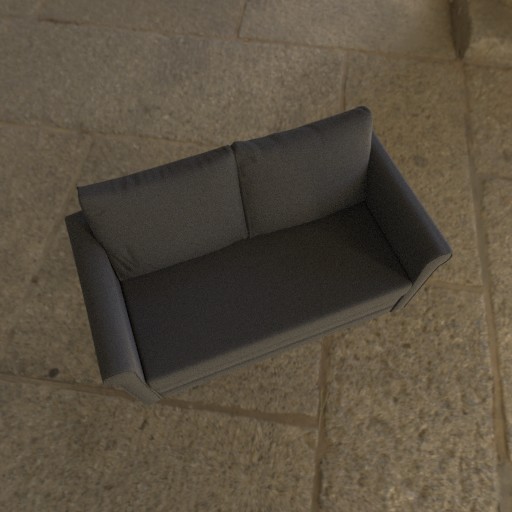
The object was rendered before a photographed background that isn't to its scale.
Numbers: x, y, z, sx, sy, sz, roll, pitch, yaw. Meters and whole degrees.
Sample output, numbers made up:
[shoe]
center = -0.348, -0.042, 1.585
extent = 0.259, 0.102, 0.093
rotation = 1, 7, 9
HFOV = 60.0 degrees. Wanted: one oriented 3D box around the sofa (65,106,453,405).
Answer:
[sofa]
center = 0.000, 0.000, 1.993
extent = 1.460, 0.872, 0.741
rotation = -19, 64, -9
